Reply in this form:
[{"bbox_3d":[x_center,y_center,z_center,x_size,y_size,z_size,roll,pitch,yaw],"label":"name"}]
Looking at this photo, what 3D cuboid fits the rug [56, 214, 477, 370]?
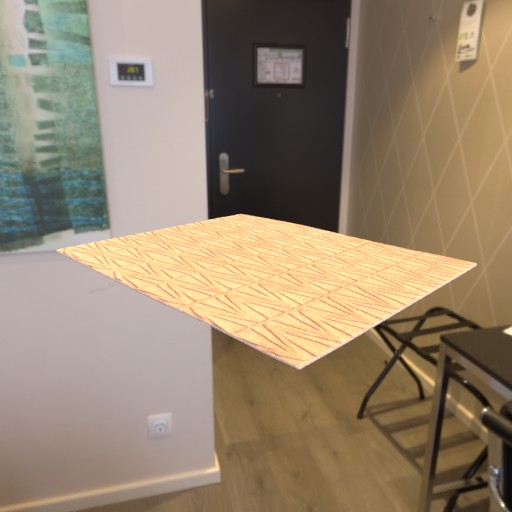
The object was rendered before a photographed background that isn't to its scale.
[{"bbox_3d":[0.000,0.000,4.076,2.453,0.043,3.052,-16,23,-43],"label":"rug"}]
